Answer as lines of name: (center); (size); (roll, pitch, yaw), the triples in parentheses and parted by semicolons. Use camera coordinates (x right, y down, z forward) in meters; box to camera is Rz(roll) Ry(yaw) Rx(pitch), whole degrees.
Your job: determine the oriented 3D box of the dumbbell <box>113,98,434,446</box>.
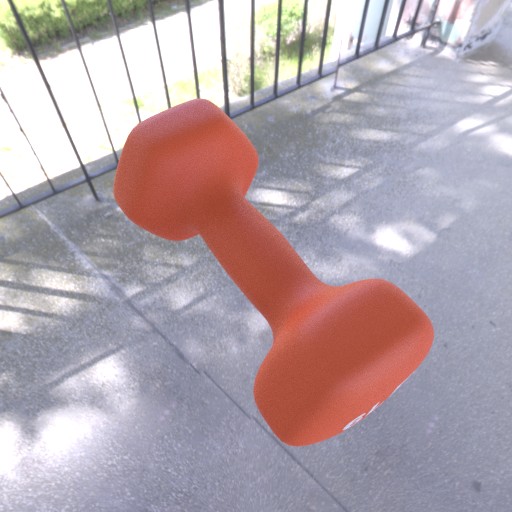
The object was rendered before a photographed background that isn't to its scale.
dumbbell: (0.000, 0.000, 0.203); (0.079, 0.071, 0.162); (-30, 61, -18)
